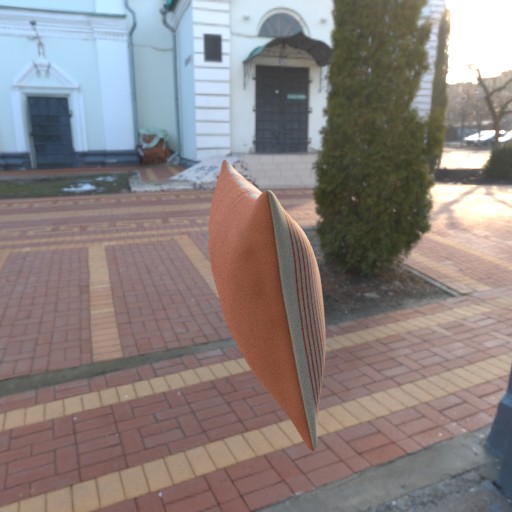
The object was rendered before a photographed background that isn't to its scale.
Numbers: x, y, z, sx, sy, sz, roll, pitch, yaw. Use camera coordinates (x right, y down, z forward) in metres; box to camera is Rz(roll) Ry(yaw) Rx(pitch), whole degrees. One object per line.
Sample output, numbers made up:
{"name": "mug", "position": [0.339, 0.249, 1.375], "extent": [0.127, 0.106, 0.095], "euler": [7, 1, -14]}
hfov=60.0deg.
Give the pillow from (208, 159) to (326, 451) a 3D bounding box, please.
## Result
{"name": "pillow", "position": [0.000, 0.000, 0.742], "extent": [0.156, 0.292, 0.608], "euler": [-2, 15, -8]}
